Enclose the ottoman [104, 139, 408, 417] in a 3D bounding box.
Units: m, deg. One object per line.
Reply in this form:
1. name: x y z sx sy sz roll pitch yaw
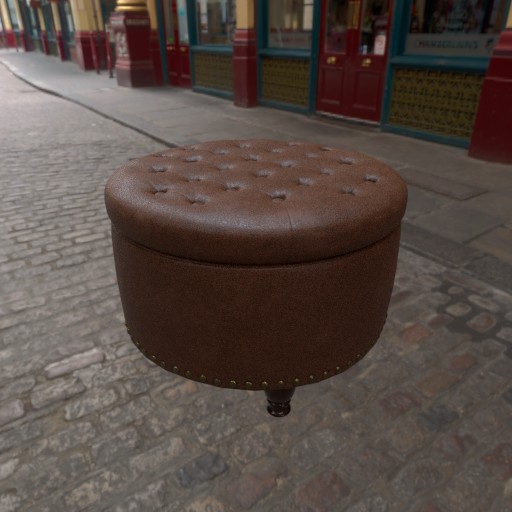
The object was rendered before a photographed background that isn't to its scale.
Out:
1. ottoman: 0.000 0.000 1.051 0.637 0.442 0.637 0 26 0
